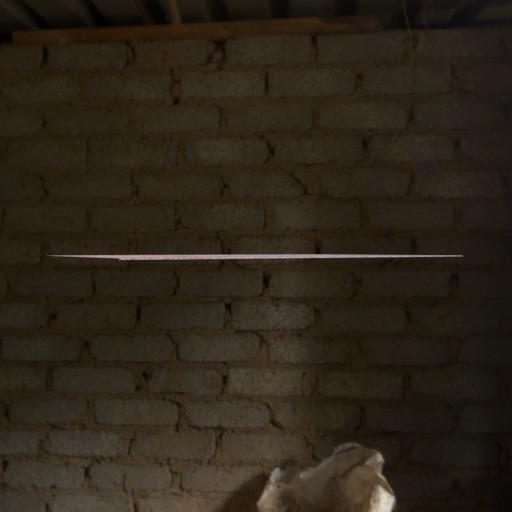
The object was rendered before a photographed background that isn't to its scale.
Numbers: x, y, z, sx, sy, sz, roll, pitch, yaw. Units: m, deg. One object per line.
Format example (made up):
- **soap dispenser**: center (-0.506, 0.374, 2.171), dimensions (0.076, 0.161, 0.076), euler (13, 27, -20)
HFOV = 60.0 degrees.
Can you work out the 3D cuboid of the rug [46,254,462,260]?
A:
- **rug**: center (0.000, 0.000, 2.327), dimensions (1.829, 0.005, 1.219), euler (0, 1, -35)
